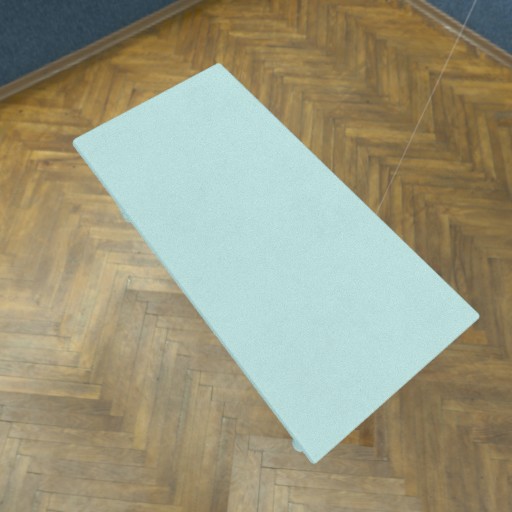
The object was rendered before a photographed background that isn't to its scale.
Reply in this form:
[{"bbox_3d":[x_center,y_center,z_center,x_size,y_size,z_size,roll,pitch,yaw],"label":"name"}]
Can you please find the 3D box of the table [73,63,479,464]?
[{"bbox_3d":[0.000,0.000,1.488,0.580,0.487,1.171,-35,69,-15],"label":"table"}]
